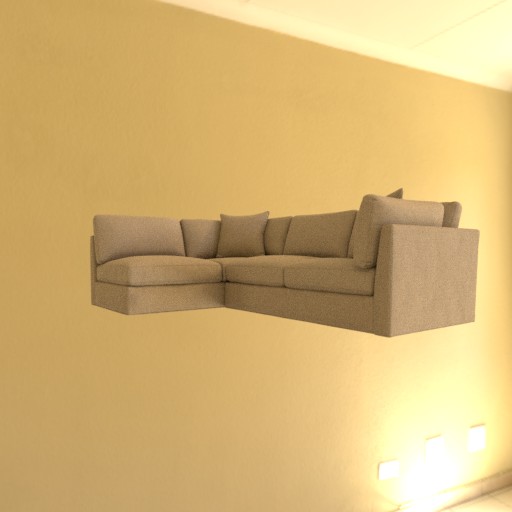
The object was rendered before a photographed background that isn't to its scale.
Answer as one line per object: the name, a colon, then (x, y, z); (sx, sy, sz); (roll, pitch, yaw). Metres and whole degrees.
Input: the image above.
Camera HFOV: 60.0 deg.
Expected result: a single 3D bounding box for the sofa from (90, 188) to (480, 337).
sofa: (0.000, 0.000, 3.846); (1.994, 0.978, 2.896); (0, 1, -37)
